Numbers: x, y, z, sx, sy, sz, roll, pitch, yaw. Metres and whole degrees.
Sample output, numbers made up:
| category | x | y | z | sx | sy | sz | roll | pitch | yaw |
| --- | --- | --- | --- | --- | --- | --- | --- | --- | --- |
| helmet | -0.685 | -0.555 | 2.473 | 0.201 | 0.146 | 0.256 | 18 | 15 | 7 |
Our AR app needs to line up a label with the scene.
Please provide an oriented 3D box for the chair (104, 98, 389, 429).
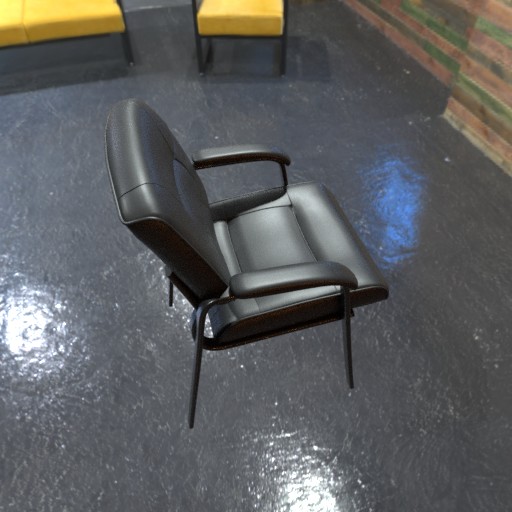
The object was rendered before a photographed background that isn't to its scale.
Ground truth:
| category | x | y | z | sx | sy | sz | roll | pitch | yaw |
| --- | --- | --- | --- | --- | --- | --- | --- | --- | --- |
| chair | 0.000 | 0.000 | 1.314 | 0.668 | 0.910 | 0.591 | -11 | 48 | -10 |
